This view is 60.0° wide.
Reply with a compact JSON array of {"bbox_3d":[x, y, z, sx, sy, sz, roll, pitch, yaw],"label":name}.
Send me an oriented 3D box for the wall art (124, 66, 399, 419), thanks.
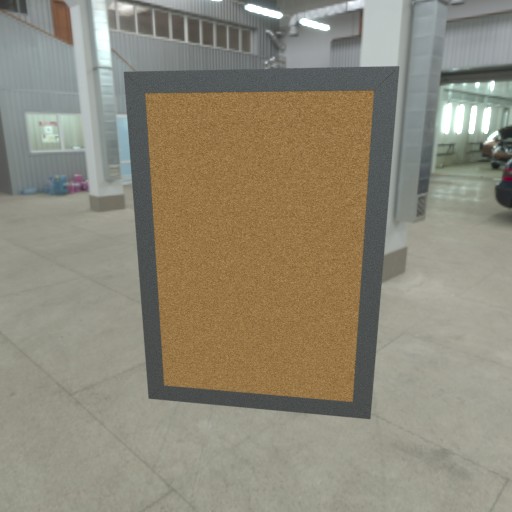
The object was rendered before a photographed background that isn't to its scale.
[{"bbox_3d":[0.000,0.000,0.683,0.380,0.534,0.013,2,16,8],"label":"wall art"}]
